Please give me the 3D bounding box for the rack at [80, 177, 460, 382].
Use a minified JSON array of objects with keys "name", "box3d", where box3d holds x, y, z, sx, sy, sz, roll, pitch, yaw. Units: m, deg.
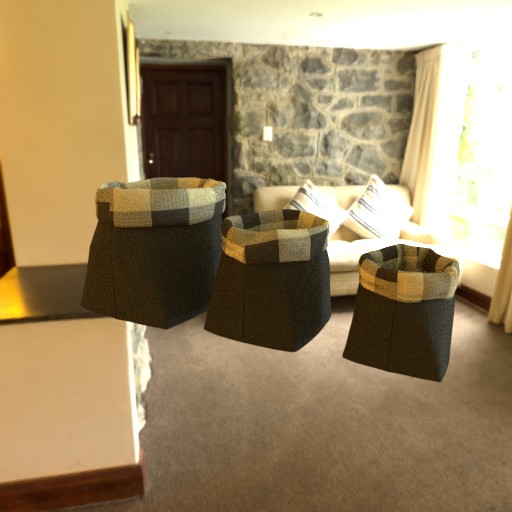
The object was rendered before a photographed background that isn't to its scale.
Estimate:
[{"name":"rack","box3d":[0.000,0.000,1.058,0.889,0.329,0.370,8,17,27]}]
